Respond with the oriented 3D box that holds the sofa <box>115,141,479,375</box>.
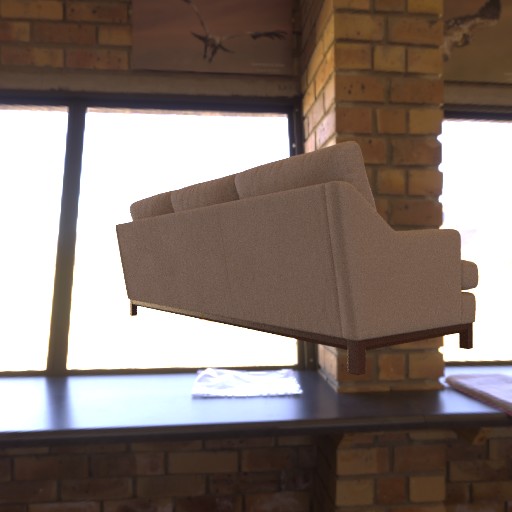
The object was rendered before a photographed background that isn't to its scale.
[{"bbox_3d":[0.000,0.000,2.773,1.000,0.913,2.321,1,-1,-37],"label":"sofa"}]
